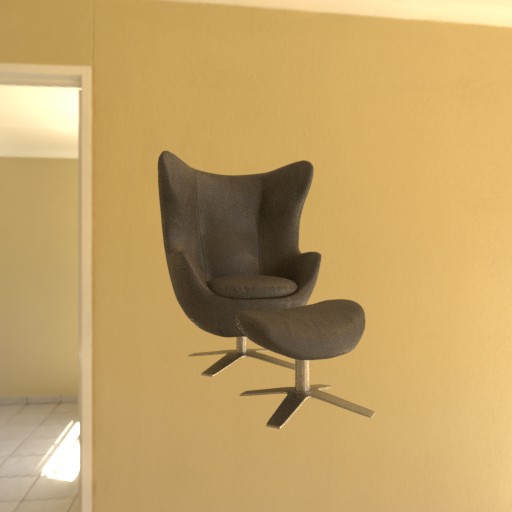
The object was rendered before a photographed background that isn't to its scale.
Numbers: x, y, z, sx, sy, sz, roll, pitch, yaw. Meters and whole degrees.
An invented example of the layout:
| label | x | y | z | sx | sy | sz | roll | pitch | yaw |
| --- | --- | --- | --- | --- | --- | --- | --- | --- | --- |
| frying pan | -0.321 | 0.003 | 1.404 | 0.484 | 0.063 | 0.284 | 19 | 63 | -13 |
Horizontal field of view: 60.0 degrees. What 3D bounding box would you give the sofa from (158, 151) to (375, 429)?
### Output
| label | x | y | z | sx | sy | sz | roll | pitch | yaw |
| --- | --- | --- | --- | --- | --- | --- | --- | --- | --- |
| sofa | 0.000 | 0.000 | 2.177 | 0.894 | 1.135 | 1.444 | 0 | 0 | -17 |
